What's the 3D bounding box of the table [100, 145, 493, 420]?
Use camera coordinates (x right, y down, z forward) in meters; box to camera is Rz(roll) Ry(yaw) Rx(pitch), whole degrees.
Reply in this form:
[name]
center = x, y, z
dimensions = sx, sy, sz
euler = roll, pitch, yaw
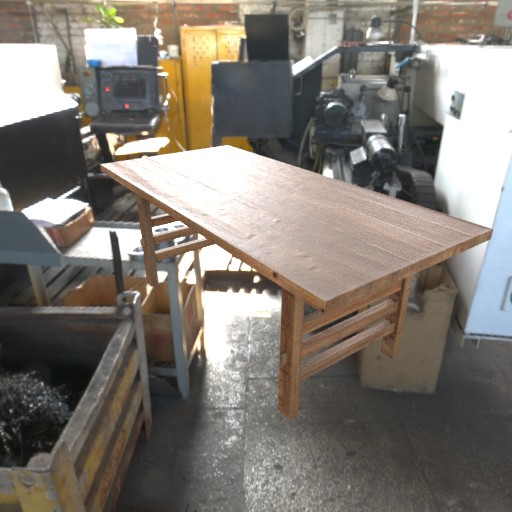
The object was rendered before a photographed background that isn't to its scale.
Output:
[table]
center = 0.000, 0.000, 2.457
dimensions = 0.952, 0.760, 2.003
euler = -18, 31, -32
